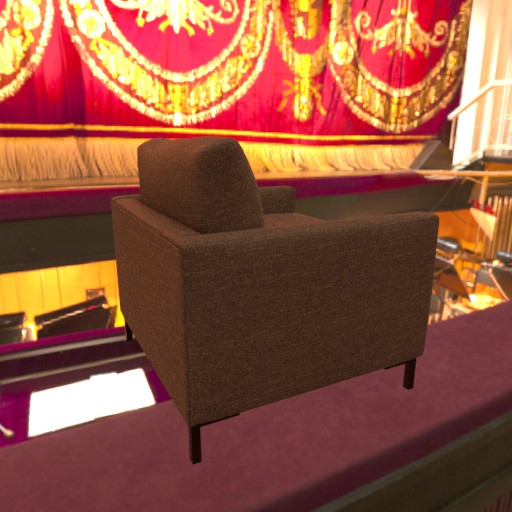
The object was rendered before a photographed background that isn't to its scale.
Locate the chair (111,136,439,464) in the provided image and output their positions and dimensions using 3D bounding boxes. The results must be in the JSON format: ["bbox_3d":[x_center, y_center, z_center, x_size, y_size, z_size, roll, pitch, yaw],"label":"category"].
[{"bbox_3d":[0.000,0.000,1.613,0.845,0.841,0.940,-8,17,-26],"label":"chair"}]
